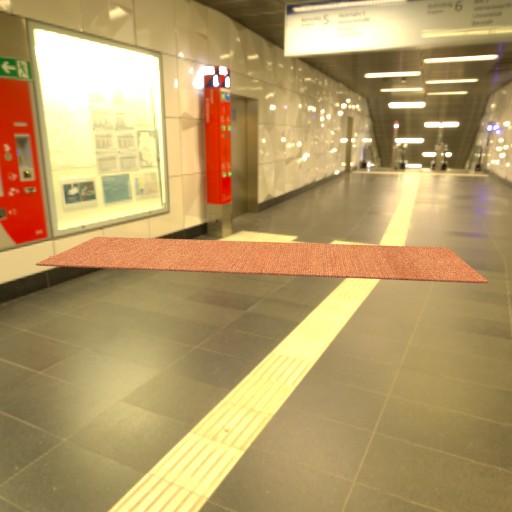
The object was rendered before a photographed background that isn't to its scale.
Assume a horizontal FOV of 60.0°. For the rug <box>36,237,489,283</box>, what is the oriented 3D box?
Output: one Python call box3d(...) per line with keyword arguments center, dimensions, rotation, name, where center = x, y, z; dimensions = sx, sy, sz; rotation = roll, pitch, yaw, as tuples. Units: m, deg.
box3d(center=(0.000, 0.000, 2.555), dimensions=(2.307, 0.012, 0.687), rotation=(2, 15, 7), name="rug")
